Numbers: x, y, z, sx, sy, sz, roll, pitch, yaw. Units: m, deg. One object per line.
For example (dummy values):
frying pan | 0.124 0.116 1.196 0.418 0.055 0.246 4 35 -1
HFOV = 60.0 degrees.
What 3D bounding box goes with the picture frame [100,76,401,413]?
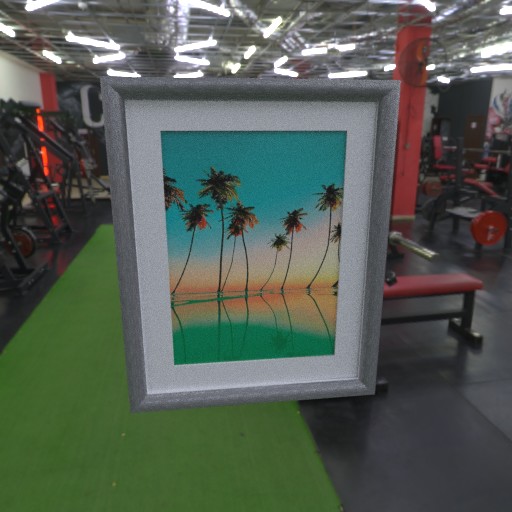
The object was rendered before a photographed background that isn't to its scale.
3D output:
picture frame | 0.000 0.000 0.750 0.454 0.559 0.029 -2 16 -7
